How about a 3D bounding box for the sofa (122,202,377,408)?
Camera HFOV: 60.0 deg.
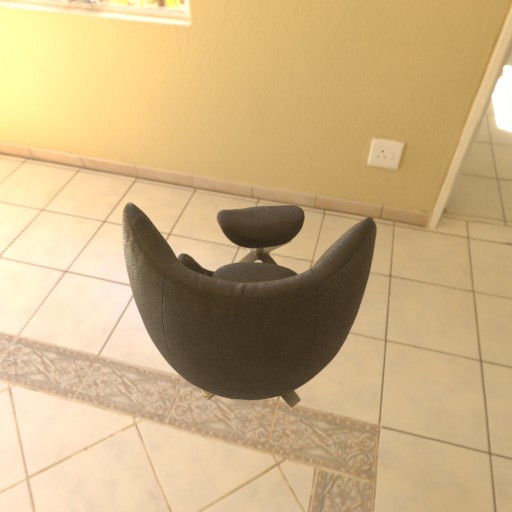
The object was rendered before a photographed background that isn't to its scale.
[{"bbox_3d":[0.000,0.000,2.135,0.894,1.135,1.444,4,47,4],"label":"sofa"}]
